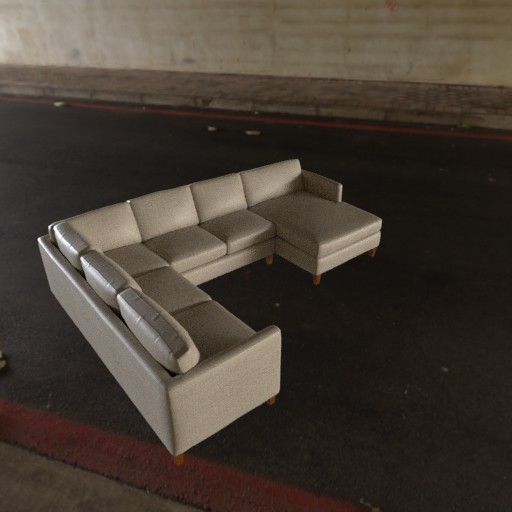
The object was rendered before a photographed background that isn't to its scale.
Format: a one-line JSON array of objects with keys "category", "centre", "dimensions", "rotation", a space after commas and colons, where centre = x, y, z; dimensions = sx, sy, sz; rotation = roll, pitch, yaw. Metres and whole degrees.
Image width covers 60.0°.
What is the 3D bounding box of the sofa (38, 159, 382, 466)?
[{"category": "sofa", "centre": [0.000, 0.000, 4.515], "dimensions": [3.460, 0.961, 2.594], "rotation": [-22, 36, -33]}]
